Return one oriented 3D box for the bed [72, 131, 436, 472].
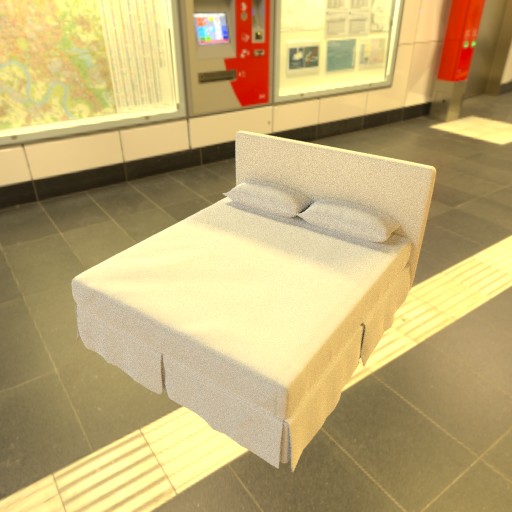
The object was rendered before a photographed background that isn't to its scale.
[{"bbox_3d":[0.000,0.000,3.685,2.119,1.317,2.341,19,36,30],"label":"bed"}]
